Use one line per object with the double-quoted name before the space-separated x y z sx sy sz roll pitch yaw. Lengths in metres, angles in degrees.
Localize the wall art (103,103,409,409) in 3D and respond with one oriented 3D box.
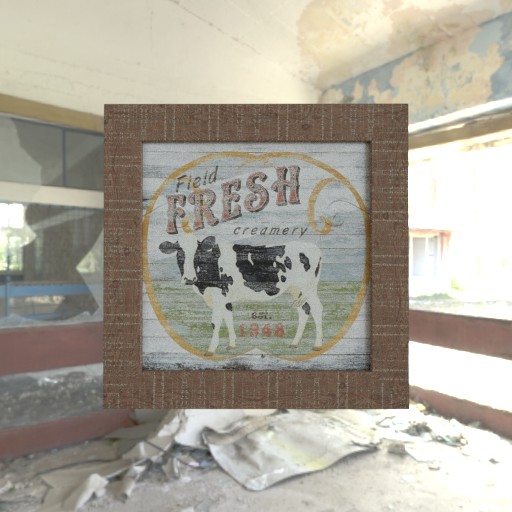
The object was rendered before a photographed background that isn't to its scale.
"wall art" 0.000 0.000 0.785 0.531 0.531 0.029 0 -1 0
